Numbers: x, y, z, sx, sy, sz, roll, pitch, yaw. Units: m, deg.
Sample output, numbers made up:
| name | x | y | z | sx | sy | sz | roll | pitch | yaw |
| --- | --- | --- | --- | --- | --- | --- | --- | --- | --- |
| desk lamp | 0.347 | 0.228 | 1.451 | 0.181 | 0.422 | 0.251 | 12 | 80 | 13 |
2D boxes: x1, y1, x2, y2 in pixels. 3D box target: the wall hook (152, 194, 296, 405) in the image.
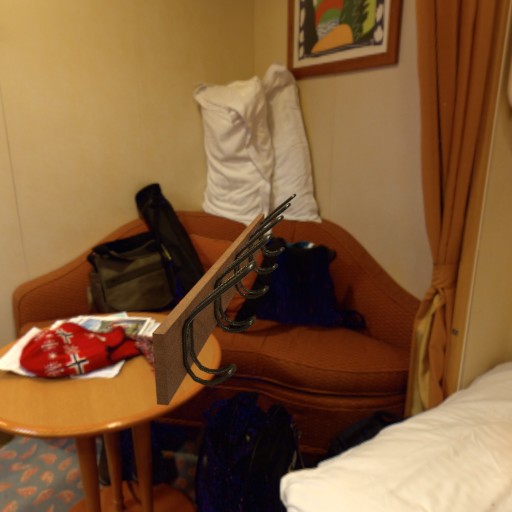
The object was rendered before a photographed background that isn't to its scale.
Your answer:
| name | x | y | z | sx | sy | sz | roll | pitch | yaw |
| --- | --- | --- | --- | --- | --- | --- | --- | --- | --- |
| wall hook | 0.000 | 0.000 | 0.611 | 0.076 | 0.116 | 0.554 | 2 | 16 | 9 |
